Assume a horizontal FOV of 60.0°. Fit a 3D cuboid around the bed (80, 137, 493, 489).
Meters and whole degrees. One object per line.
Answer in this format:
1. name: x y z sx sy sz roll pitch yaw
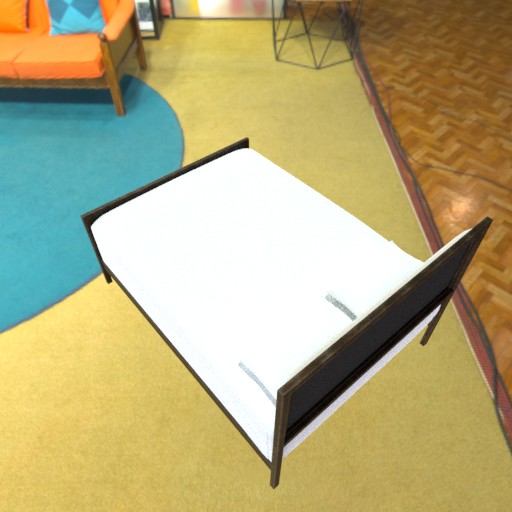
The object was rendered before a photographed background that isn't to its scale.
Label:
1. bed: 0.000 0.000 3.188 1.607 1.313 2.221 -32 55 -26
